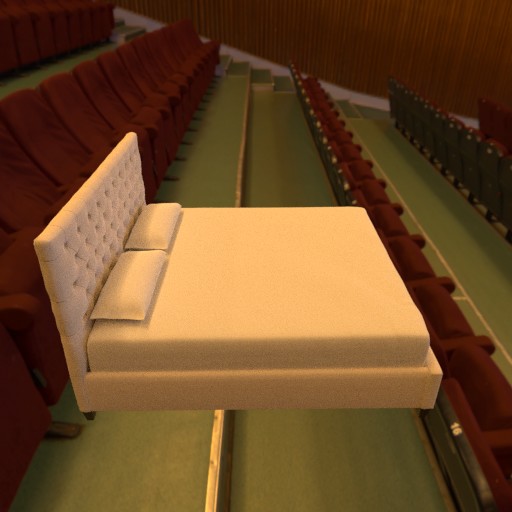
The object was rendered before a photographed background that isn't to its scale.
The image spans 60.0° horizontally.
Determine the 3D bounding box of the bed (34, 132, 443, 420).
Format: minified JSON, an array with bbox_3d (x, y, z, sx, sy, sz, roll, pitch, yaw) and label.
[{"bbox_3d":[0.000,0.000,3.540,2.387,1.427,2.078,0,31,0],"label":"bed"}]
